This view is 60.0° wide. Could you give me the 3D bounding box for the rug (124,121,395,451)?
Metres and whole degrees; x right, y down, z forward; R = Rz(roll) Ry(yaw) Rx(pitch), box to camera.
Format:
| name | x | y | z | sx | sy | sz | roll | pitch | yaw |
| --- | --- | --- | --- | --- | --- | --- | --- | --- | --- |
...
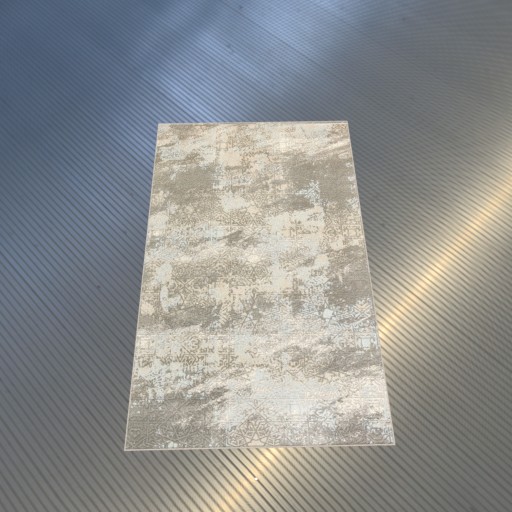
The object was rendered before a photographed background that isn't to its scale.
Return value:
| name | x | y | z | sx | sy | sz | roll | pitch | yaw |
| --- | --- | --- | --- | --- | --- | --- | --- | --- | --- |
| rug | 0.000 | 0.000 | 3.053 | 1.536 | 0.012 | 2.431 | -1 | 63 | 0 |
